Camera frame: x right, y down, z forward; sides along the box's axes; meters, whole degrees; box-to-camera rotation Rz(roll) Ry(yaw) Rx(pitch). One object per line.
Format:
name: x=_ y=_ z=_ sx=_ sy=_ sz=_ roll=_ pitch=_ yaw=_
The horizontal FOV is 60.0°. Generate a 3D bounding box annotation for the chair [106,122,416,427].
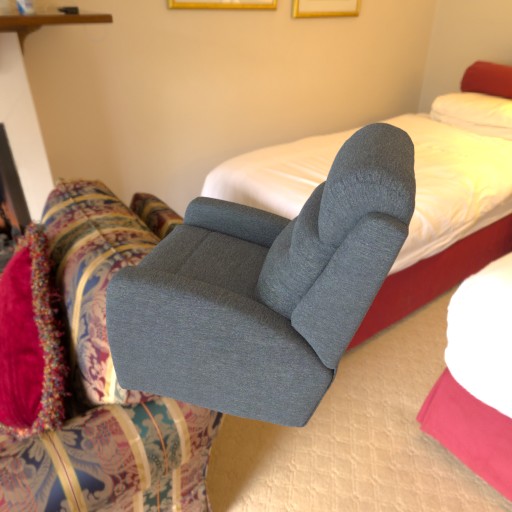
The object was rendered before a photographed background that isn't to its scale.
chair: x=0.000 y=0.000 z=1.726 sx=1.043 sy=1.013 sz=0.798 roll=9 pitch=32 yaw=14
